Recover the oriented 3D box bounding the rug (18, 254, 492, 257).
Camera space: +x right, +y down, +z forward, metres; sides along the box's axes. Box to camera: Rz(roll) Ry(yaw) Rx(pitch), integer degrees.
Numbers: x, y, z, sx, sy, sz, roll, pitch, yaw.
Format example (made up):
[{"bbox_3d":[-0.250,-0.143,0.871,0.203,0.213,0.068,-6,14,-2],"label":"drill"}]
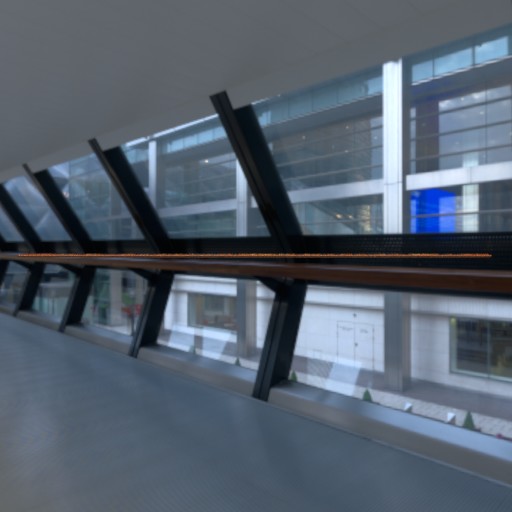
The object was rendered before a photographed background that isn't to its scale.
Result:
[{"bbox_3d":[0.000,0.000,2.443,2.274,0.016,0.651,0,0,-1],"label":"rug"}]
